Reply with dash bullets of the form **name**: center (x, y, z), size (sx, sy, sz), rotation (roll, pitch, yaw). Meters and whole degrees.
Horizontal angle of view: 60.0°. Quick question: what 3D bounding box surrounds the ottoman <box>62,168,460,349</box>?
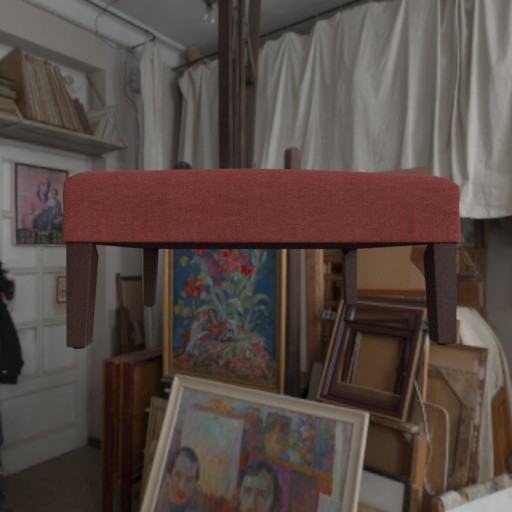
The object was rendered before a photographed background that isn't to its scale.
- **ottoman**: center (0.000, 0.000, 1.418), size (0.890, 0.411, 0.889), rotation (0, 0, -3)
